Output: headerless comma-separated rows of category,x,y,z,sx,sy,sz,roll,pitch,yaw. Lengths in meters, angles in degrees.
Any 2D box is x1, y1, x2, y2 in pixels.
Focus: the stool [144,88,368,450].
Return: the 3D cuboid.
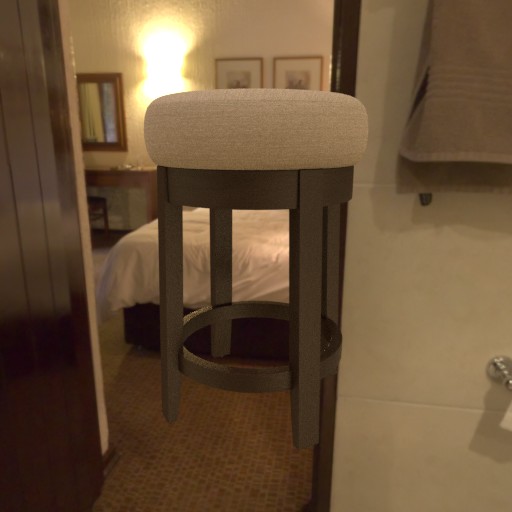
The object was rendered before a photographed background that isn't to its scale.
stool,0.000,0.000,0.966,0.443,0.672,0.443,0,15,0
